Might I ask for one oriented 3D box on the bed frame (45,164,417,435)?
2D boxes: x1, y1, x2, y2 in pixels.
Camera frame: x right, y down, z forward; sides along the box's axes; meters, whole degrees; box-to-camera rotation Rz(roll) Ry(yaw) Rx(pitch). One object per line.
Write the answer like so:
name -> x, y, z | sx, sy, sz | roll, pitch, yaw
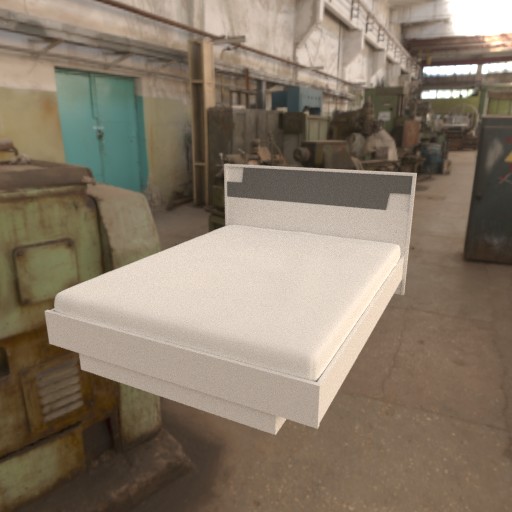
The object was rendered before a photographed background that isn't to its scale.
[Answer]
bed frame -> 0.000, 0.000, 3.039 | 1.711, 1.001, 2.100 | 8, 19, 26
